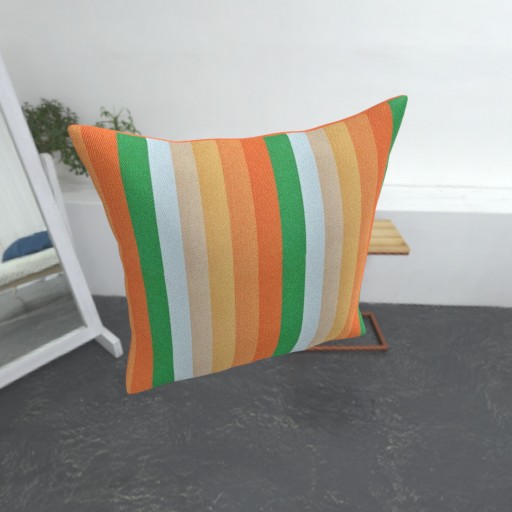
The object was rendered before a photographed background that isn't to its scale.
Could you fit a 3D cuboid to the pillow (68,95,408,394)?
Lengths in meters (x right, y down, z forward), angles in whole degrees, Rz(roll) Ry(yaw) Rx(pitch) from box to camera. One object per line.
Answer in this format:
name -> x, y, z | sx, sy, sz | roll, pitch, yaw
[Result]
pillow -> 0.000, 0.000, 0.681 | 0.453, 0.444, 0.169 | -10, 34, -16
